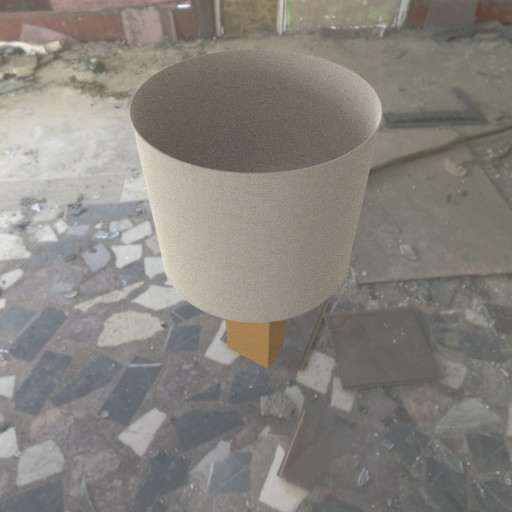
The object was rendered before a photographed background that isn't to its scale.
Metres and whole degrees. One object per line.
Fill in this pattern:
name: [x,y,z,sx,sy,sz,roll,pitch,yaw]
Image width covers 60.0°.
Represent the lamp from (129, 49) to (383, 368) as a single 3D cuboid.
lamp: [0.000,0.000,0.558,0.229,0.417,0.229,23,51,20]
